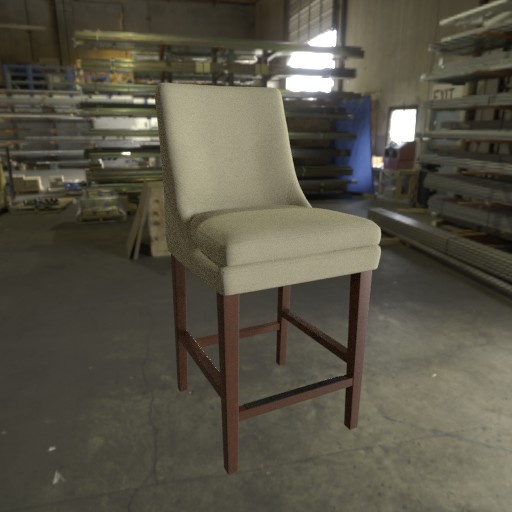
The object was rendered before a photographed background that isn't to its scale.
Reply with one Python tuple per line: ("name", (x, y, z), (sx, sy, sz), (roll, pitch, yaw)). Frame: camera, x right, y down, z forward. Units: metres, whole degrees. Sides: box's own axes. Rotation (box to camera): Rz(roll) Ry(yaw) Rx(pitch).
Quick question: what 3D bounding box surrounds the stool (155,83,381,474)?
("stool", (0.000, 0.000, 1.308), (0.470, 0.981, 0.577), (-8, 18, -26))
